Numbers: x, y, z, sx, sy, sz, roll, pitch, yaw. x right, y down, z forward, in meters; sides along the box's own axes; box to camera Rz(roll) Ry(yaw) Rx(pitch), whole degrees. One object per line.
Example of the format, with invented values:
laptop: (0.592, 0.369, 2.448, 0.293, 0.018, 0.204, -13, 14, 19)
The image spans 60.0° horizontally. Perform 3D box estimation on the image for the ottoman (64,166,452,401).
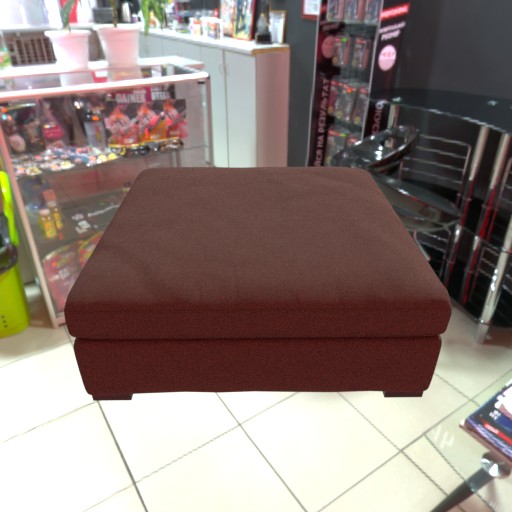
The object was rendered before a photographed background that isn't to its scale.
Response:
ottoman: (0.000, 0.000, 1.876, 1.181, 0.470, 1.181, 0, 31, -1)
